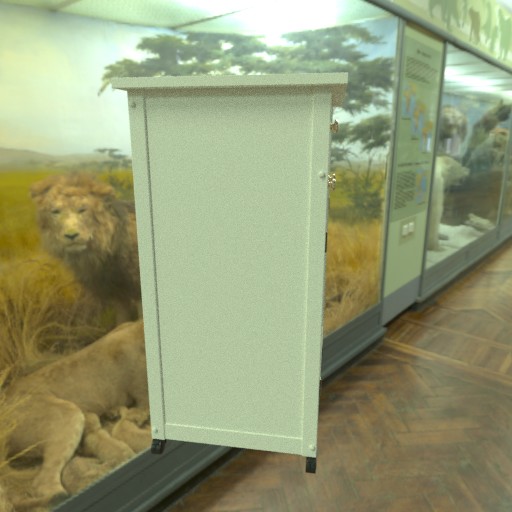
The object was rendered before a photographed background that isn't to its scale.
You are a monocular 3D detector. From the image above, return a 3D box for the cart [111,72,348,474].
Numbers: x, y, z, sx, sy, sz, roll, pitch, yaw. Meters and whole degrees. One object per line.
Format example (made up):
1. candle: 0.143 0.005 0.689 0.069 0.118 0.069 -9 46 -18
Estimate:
1. cart: 0.000 0.000 1.244 0.442 0.864 0.683 3 15 9
